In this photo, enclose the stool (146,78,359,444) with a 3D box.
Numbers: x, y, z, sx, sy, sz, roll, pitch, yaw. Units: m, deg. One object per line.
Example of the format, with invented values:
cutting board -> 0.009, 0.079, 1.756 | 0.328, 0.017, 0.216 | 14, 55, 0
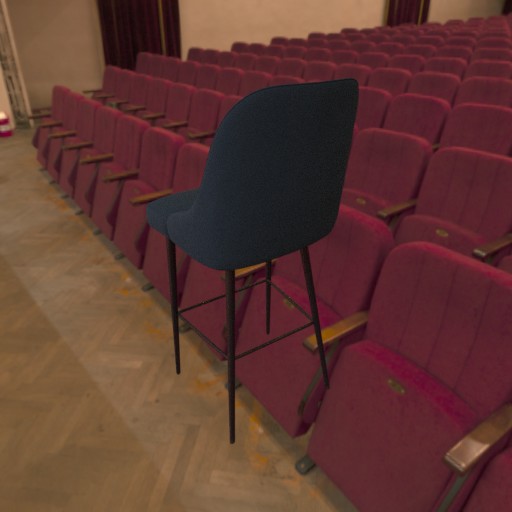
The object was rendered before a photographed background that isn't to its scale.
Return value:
stool -> 0.000, 0.000, 1.394 | 0.527, 1.079, 0.489 | -18, 34, -30
